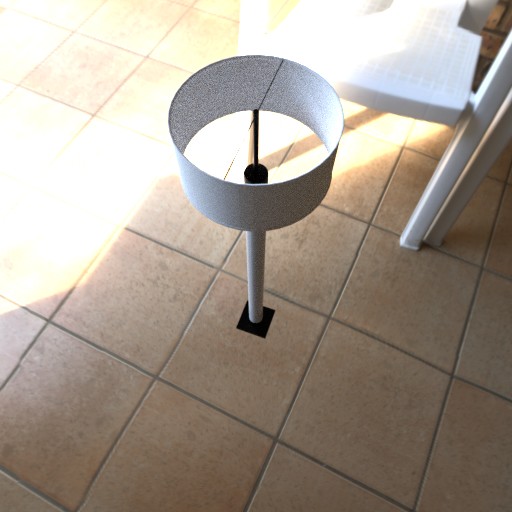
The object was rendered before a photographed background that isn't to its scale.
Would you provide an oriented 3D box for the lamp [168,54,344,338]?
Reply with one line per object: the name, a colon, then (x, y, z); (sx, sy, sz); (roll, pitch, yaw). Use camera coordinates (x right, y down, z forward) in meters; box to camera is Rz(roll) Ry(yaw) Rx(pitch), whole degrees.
lamp: (0.000, 0.000, 1.696); (0.420, 1.475, 0.420); (18, 64, 9)
